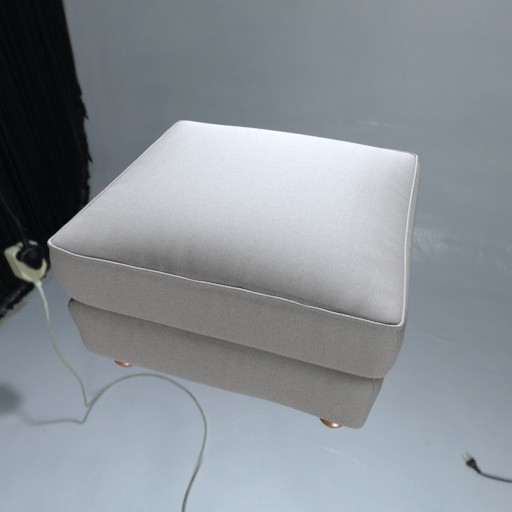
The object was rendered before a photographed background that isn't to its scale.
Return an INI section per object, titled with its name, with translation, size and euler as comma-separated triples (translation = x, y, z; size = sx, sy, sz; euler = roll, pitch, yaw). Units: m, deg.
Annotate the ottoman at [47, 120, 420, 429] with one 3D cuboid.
[ottoman]
translation = 0.000, 0.000, 1.131
size = 0.721, 0.505, 0.662
euler = 12, 42, 13
